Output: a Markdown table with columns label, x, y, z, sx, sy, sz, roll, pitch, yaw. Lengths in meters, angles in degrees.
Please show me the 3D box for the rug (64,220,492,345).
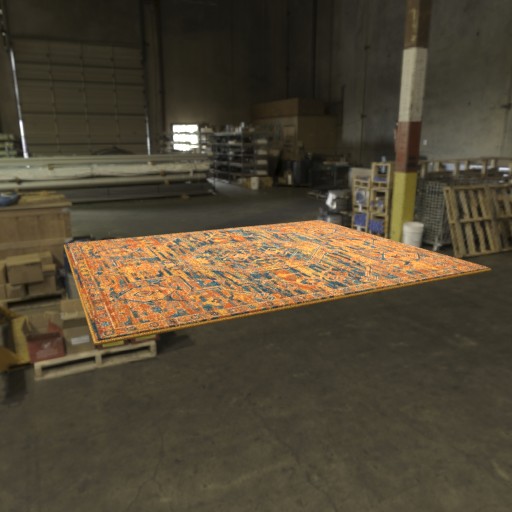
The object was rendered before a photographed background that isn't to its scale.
| label | x | y | z | sx | sy | sz | roll | pitch | yaw |
| --- | --- | --- | --- | --- | --- | --- | --- | --- | --- |
| rug | 0.000 | 0.000 | 3.975 | 3.040 | 0.031 | 2.435 | -7 | 16 | -25 |
